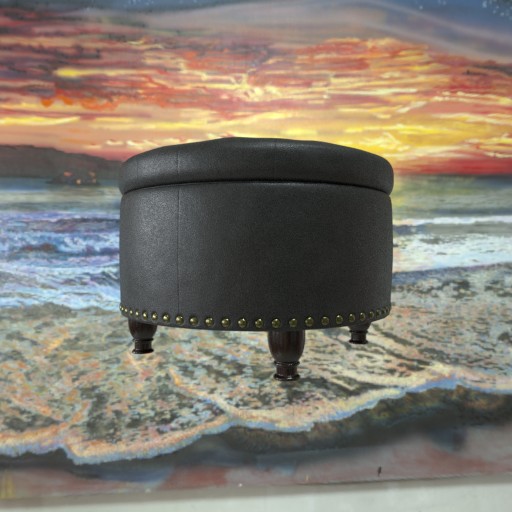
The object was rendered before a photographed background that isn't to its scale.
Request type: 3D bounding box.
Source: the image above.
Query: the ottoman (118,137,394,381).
[{"bbox_3d":[0.000,0.000,1.074,0.637,0.442,0.637,0,1,0],"label":"ottoman"}]
